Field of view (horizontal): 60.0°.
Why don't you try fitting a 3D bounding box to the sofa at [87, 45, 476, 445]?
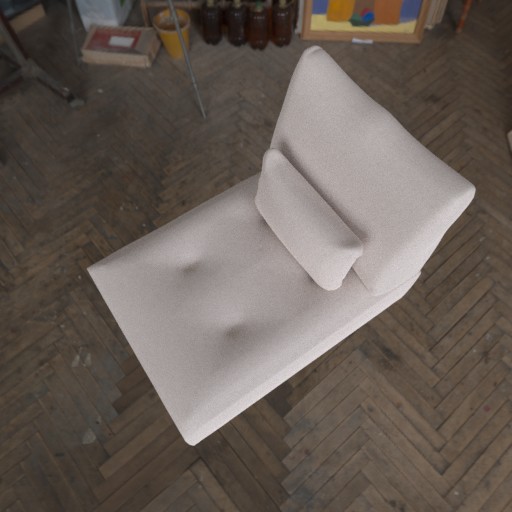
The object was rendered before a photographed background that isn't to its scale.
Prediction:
[{"bbox_3d":[0.000,0.000,1.487,1.000,0.820,0.700,-32,68,-15],"label":"sofa"}]
